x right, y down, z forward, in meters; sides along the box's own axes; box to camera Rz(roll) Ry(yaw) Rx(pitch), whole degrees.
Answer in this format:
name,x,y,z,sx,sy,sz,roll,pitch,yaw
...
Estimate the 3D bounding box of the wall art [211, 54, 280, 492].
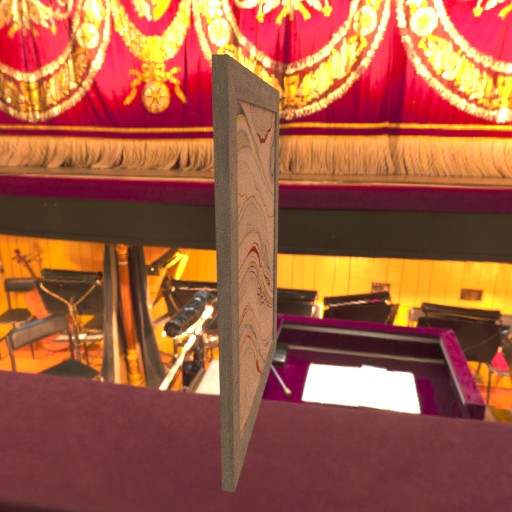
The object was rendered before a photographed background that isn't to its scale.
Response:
name,x,y,z,sx,sy,sz,roll,pitch,yaw
wall art,0.000,0.000,0.821,0.020,0.613,0.481,3,16,10
